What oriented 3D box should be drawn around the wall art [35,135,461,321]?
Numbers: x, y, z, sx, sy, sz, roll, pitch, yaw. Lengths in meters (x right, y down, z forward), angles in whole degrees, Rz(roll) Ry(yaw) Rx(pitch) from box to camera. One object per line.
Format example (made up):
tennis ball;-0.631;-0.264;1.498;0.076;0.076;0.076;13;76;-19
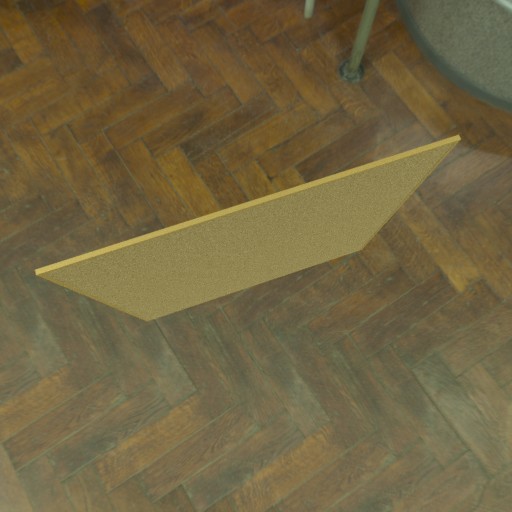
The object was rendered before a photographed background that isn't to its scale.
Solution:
wall art;0.000;0.000;1.418;0.962;0.959;0.013;-18;77;-4
